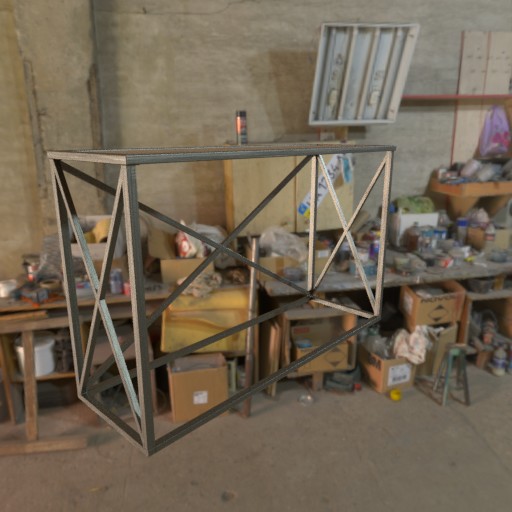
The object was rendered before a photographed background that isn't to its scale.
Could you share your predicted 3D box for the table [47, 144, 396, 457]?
[{"bbox_3d":[0.000,0.000,1.584,0.402,0.753,1.216,14,21,42],"label":"table"}]
